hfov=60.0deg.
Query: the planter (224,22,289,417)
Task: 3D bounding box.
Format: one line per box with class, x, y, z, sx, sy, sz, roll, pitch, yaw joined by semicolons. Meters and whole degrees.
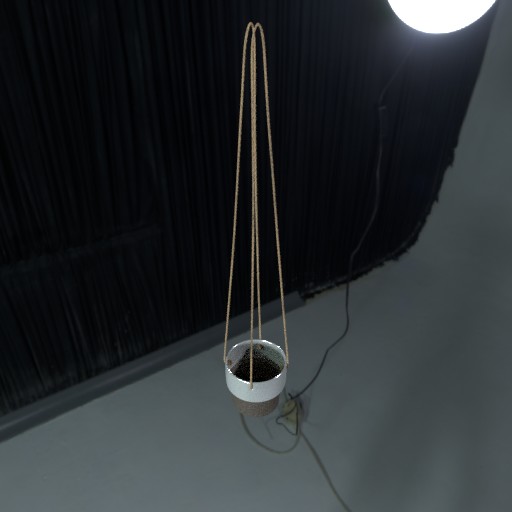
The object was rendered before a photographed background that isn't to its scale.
planter;0.000;0.000;1.150;0.187;1.073;0.187;-21;37;-31
